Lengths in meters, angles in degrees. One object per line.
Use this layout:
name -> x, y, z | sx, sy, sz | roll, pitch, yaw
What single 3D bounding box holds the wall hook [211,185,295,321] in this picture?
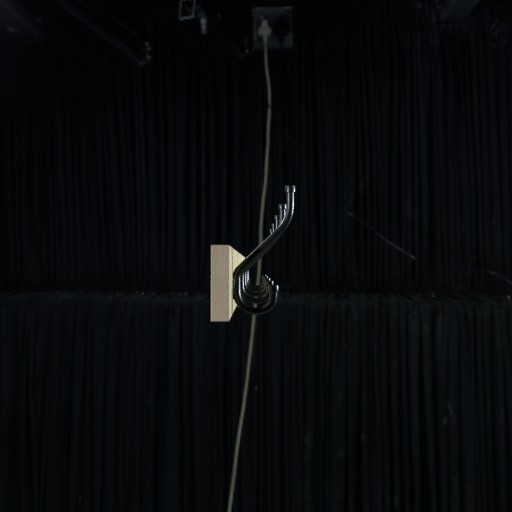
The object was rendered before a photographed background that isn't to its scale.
wall hook -> 0.000, 0.000, 0.633 | 0.071, 0.117, 0.571 | 0, -1, 0
